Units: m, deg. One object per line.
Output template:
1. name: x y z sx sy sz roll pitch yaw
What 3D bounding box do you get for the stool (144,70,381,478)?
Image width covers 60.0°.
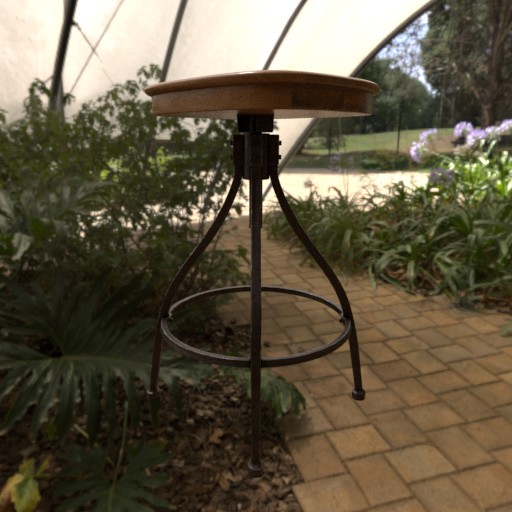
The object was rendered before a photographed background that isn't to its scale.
1. stool: 0.000 0.000 0.963 0.424 0.694 0.432 -15 21 -43
